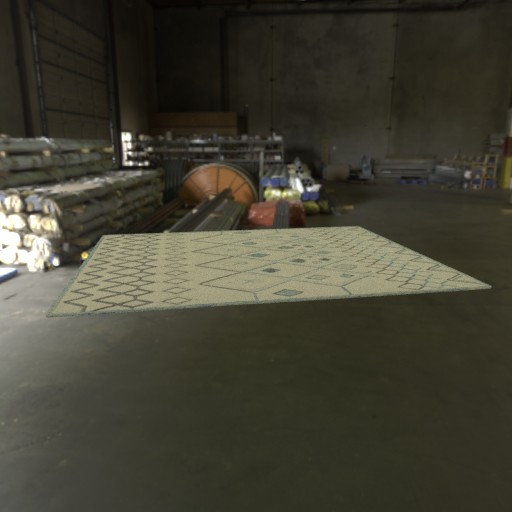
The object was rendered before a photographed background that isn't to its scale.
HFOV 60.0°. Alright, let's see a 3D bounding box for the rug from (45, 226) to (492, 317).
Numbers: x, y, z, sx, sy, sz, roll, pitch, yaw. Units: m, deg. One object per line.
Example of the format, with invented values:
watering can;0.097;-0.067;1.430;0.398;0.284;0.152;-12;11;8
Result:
rug;0.000;0.000;4.108;3.056;0.013;2.441;-3;15;-10
